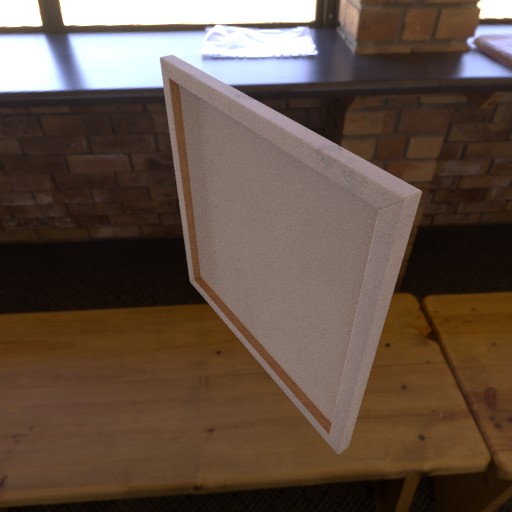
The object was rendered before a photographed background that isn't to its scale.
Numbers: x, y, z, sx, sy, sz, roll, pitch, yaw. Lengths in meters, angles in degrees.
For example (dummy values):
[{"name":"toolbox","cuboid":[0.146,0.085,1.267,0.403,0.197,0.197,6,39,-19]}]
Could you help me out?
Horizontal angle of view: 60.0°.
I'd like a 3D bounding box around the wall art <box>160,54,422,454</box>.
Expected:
[{"name":"wall art","cuboid":[0.000,0.000,1.102,0.038,0.762,0.762,-25,47,-26]}]
